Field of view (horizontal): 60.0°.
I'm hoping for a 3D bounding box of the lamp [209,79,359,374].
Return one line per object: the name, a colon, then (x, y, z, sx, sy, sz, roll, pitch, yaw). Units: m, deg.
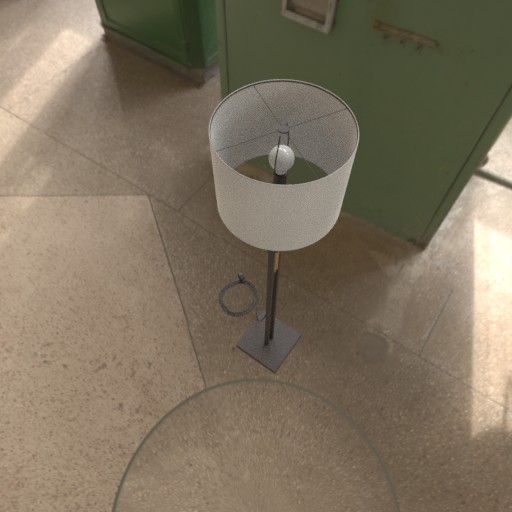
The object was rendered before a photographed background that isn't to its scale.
lamp: (0.000, 0.000, 1.952, 0.639, 1.650, 0.474, 31, 64, 18)
